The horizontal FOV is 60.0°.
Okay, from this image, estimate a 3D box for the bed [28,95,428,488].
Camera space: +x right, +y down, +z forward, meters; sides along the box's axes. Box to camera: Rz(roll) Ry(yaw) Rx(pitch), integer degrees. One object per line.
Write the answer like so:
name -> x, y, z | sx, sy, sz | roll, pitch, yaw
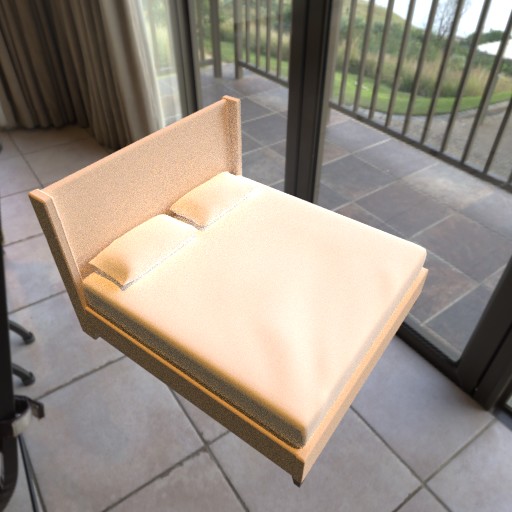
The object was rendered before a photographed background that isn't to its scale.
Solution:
bed -> 0.000, 0.000, 3.633 | 2.293, 1.471, 2.145 | 26, 47, 26
